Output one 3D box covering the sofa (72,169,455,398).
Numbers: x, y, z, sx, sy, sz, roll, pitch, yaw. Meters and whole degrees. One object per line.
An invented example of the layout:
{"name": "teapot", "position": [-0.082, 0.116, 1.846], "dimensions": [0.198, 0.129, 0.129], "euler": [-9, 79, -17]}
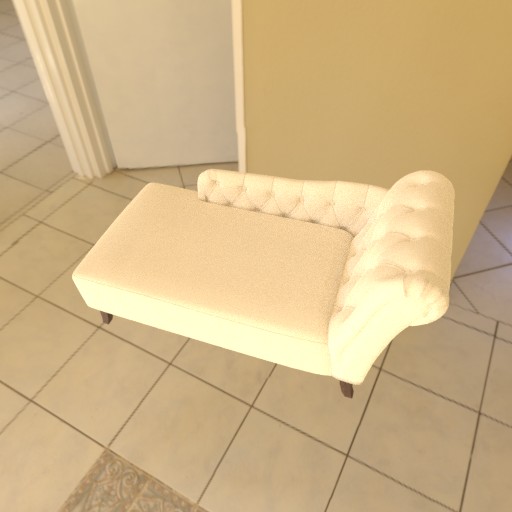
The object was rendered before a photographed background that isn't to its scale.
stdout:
{"name": "sofa", "position": [0.000, 0.000, 1.852], "dimensions": [1.379, 0.787, 0.675], "euler": [14, 48, 13]}
